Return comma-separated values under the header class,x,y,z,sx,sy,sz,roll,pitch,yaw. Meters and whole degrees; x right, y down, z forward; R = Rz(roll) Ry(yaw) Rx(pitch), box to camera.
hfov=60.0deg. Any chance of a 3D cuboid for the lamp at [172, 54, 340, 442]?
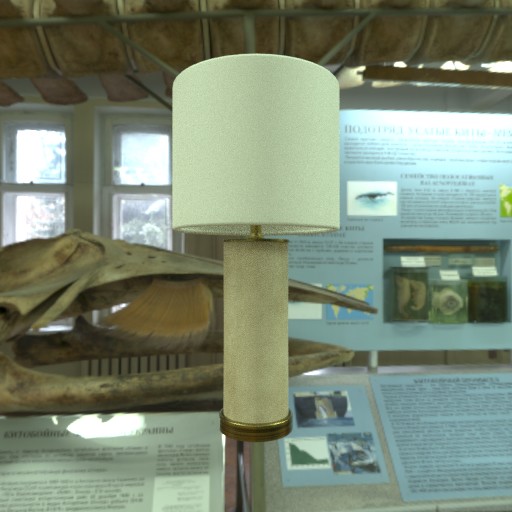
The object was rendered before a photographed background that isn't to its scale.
class,x,y,z,sx,sy,sz,roll,pitch,yaw
lamp,0.000,0.000,0.823,0.305,0.634,0.305,0,-1,-36
